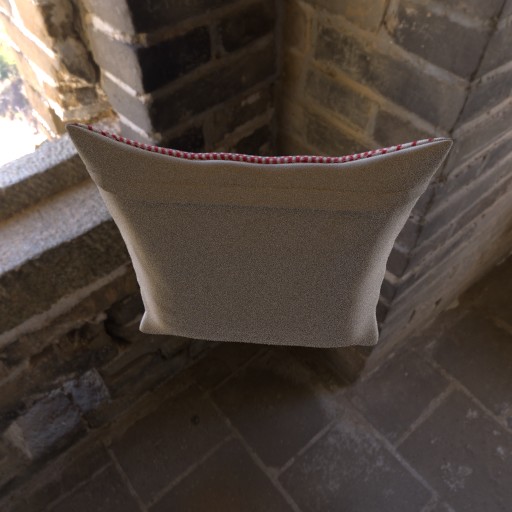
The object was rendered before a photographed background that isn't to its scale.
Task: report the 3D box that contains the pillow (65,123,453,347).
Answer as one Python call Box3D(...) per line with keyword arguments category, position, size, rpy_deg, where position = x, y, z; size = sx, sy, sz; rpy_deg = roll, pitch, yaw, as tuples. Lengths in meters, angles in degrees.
Box3D(category="pillow", position=(0.000, 0.000, 0.698), size=(0.463, 0.454, 0.160), rpy_deg=(3, 48, 3))
